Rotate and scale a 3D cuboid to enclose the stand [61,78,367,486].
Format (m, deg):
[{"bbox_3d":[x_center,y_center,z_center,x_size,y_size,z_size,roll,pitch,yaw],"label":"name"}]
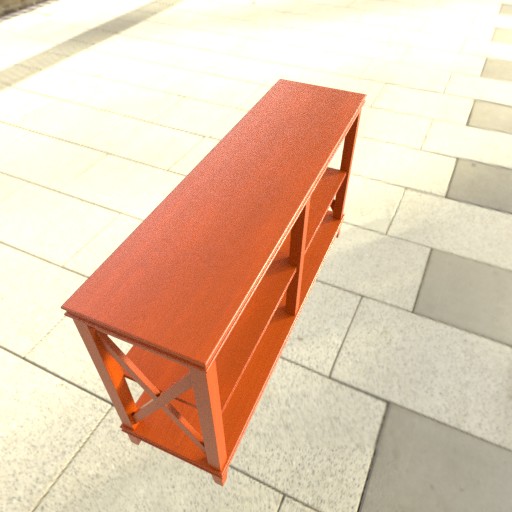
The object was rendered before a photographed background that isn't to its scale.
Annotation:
[{"bbox_3d":[0.000,0.000,1.679,0.381,0.762,1.372,17,47,17],"label":"stand"}]
